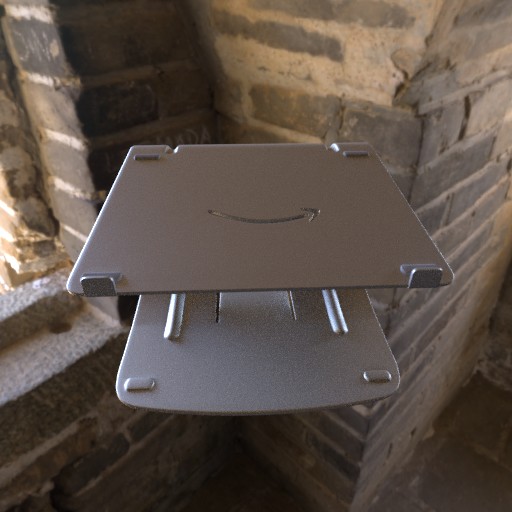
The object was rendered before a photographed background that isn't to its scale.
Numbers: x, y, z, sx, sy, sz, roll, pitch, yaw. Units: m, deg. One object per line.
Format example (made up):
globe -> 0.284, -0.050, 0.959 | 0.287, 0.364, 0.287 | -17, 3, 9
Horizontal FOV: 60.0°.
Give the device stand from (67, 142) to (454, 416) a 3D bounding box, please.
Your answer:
device stand -> 0.000, 0.000, 0.405 | 0.256, 0.155, 0.236 | -1, 30, -2
